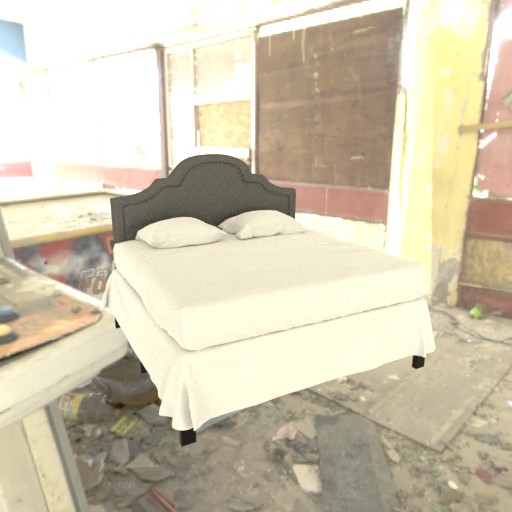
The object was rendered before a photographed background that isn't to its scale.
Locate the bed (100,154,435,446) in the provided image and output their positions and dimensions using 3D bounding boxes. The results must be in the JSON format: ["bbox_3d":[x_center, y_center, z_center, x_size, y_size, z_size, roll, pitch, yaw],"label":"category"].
[{"bbox_3d":[0.000,0.000,3.752,2.303,1.631,2.222,-8,17,-27],"label":"bed"}]
